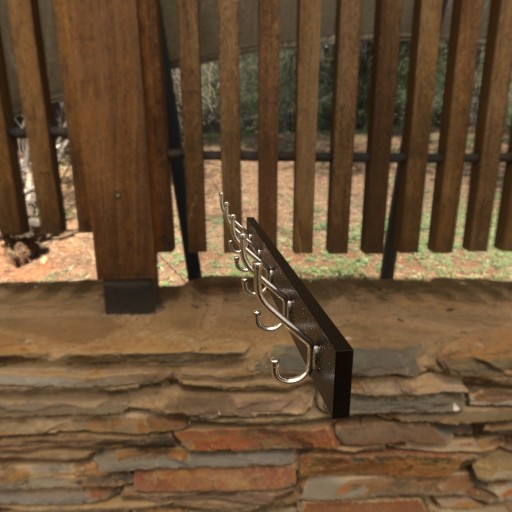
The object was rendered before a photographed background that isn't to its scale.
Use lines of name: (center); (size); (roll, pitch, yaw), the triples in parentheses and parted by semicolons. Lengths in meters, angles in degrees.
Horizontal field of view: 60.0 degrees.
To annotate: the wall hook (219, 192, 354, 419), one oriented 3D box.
wall hook: (0.000, 0.000, 0.606); (0.071, 0.117, 0.571); (-2, 15, -8)
